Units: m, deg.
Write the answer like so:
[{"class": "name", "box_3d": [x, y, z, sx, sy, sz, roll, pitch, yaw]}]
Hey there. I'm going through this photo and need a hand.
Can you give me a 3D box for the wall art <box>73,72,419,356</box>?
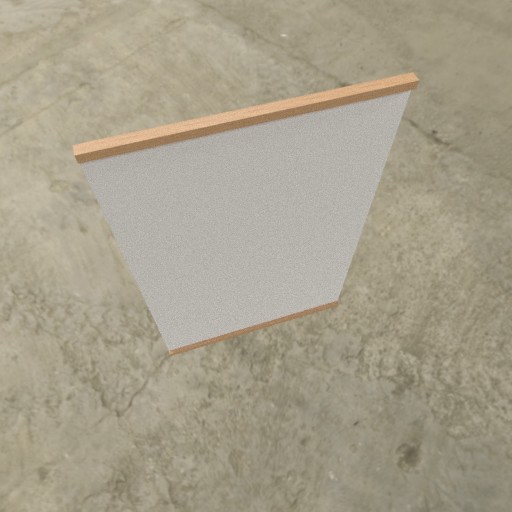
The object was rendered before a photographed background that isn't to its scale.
[{"class": "wall art", "box_3d": [0.000, 0.000, 0.755, 0.401, 0.611, 0.016, -15, 59, -9]}]
